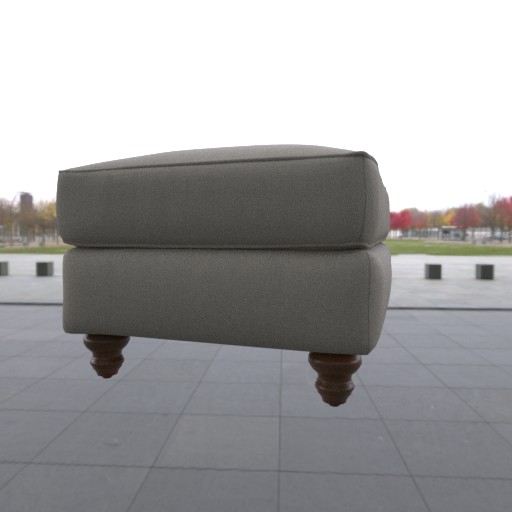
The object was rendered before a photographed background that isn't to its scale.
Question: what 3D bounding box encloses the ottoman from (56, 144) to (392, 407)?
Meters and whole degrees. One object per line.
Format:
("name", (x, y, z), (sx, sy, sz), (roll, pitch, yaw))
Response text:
("ottoman", (0.000, 0.000, 1.128), (0.662, 0.505, 0.716), (1, 3, 19))
